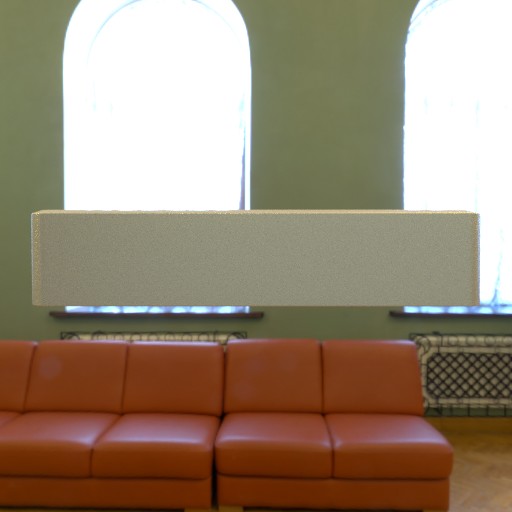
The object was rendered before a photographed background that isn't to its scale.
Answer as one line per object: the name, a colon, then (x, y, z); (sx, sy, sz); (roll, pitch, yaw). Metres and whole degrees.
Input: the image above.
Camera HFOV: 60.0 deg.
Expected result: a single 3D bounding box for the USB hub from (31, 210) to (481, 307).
USB hub: (0.000, 0.000, 0.127); (0.110, 0.023, 0.044); (0, 1, 0)
